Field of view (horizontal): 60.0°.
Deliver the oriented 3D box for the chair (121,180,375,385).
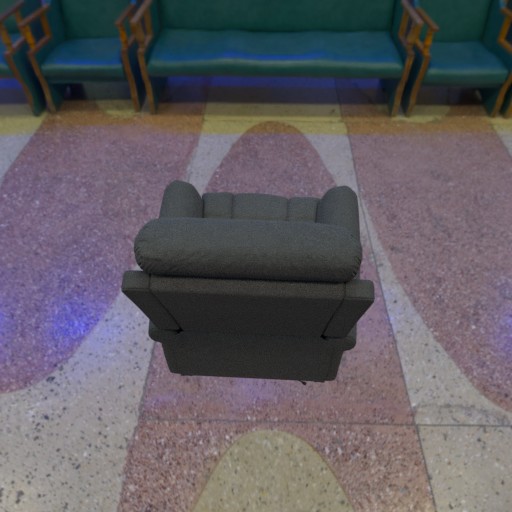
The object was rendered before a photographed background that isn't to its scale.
[{"bbox_3d":[0.000,0.000,1.765,0.871,1.031,0.979,2,47,2],"label":"chair"}]
